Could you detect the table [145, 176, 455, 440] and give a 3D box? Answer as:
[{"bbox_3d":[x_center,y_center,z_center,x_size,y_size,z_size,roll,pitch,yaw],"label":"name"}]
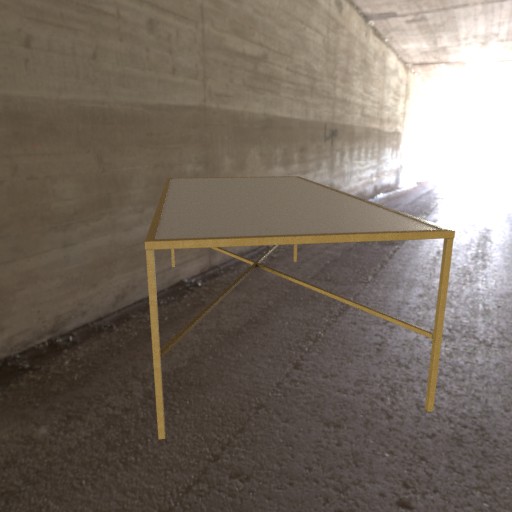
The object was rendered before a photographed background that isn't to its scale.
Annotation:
[{"bbox_3d":[0.000,0.000,1.431,0.580,0.398,1.206,-2,15,-9],"label":"table"}]
